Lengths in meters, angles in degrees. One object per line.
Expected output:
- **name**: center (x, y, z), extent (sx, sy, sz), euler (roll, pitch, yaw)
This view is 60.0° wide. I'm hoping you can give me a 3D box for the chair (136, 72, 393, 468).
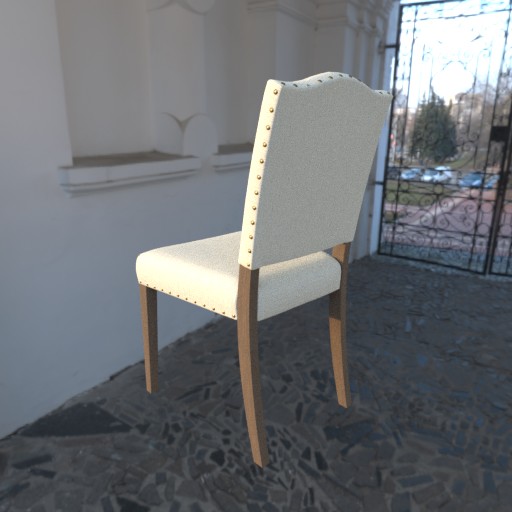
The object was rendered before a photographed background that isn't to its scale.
- **chair**: center (0.000, 0.000, 1.374), extent (0.508, 1.015, 0.619), euler (-15, 22, -41)
